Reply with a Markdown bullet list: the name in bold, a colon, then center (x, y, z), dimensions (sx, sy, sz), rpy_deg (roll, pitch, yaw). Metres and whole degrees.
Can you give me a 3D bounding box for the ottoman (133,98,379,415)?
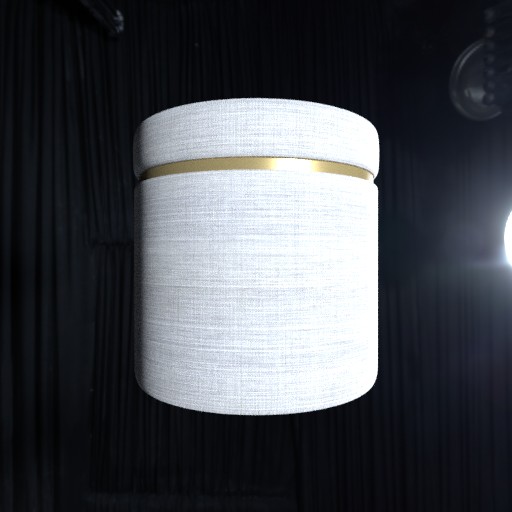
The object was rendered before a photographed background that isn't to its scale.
- **ottoman**: center (0.000, 0.000, 0.748), dimensions (0.400, 0.406, 0.400), rpy_deg (0, 0, 0)
